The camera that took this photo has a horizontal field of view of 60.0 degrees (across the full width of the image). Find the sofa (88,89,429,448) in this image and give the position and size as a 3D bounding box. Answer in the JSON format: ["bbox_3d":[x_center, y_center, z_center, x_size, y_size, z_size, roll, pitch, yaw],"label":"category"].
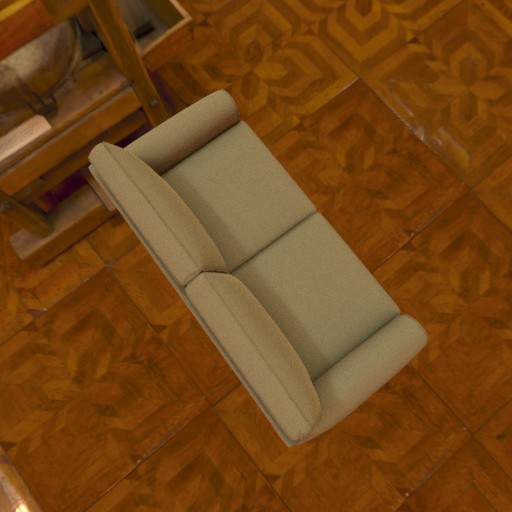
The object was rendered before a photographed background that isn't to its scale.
[{"bbox_3d":[0.000,0.000,2.533,0.940,0.952,1.930,-36,79,-8],"label":"sofa"}]
